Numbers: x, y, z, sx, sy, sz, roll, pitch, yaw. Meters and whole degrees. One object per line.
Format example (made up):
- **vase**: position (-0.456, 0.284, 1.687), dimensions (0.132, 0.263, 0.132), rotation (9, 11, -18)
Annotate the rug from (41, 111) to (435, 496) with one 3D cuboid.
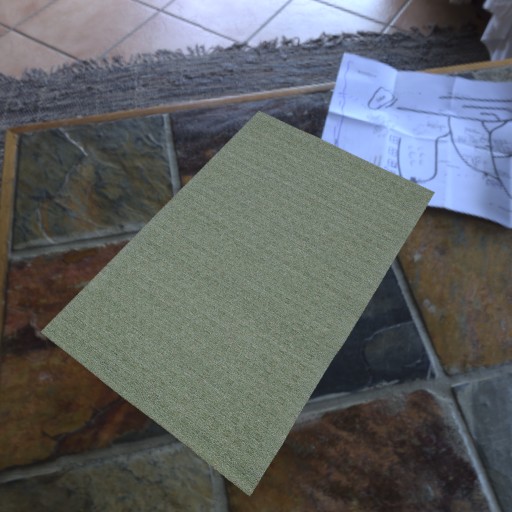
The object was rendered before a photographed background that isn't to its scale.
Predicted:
- **rug**: position (0.000, 0.000, 2.182), dimensions (1.143, 0.006, 1.747), rotation (30, 64, 17)
